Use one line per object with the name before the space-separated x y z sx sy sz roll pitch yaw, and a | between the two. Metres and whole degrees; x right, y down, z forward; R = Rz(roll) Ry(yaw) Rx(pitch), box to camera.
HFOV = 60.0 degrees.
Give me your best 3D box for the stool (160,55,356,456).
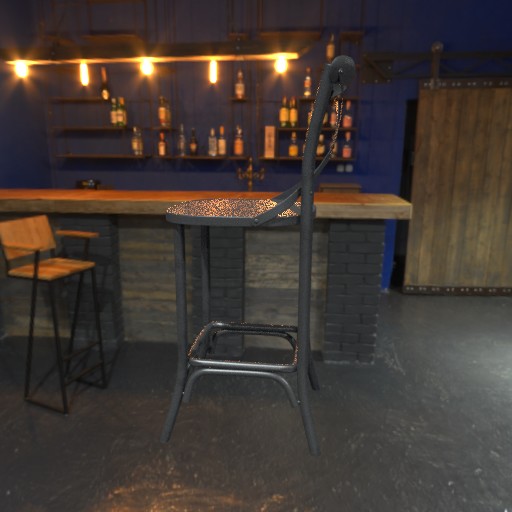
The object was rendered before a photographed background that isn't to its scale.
stool | 0.000 0.000 1.467 0.584 1.168 0.457 2 14 8
